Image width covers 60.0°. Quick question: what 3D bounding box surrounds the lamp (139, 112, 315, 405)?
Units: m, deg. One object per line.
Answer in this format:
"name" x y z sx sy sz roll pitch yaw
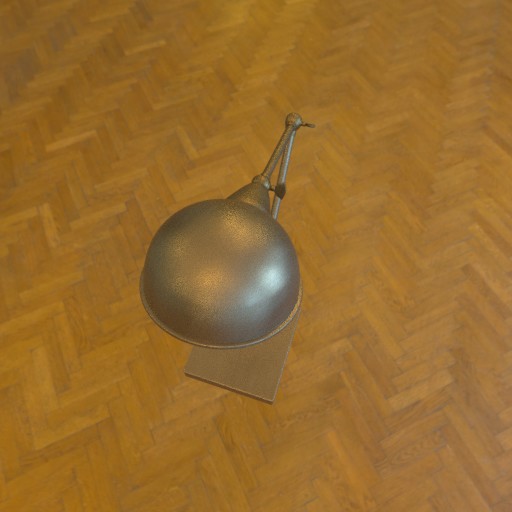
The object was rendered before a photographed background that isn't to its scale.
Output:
"lamp" 0.000 0.000 0.550 0.149 0.371 0.339 16 60 9
